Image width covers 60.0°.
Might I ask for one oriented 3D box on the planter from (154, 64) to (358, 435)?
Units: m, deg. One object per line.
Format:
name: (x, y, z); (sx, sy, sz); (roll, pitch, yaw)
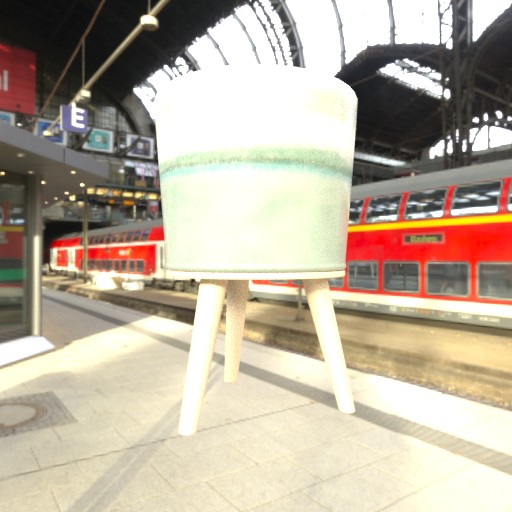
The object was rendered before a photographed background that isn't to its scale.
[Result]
planter: (0.000, 0.000, 0.593); (0.265, 0.404, 0.265); (0, 0, -37)
